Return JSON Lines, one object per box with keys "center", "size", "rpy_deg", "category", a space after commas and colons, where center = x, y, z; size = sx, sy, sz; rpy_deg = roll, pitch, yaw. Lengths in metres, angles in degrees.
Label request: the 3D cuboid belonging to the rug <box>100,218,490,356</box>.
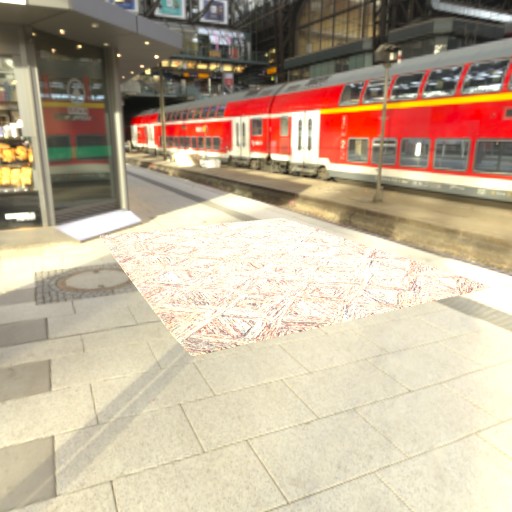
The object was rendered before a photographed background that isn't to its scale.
{"center": [0.000, 0.000, 4.256], "size": [2.436, 0.024, 3.226], "rpy_deg": [-8, 17, -26], "category": "rug"}
